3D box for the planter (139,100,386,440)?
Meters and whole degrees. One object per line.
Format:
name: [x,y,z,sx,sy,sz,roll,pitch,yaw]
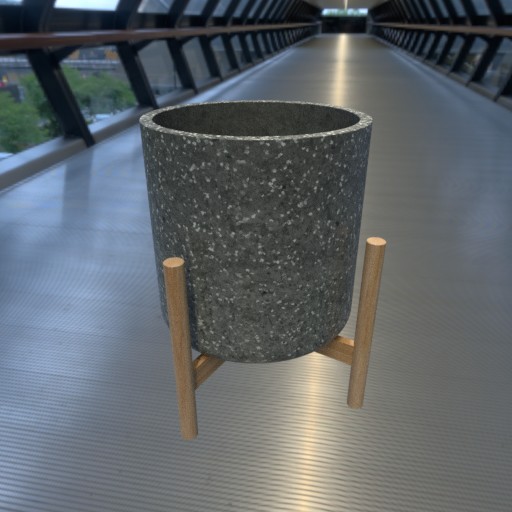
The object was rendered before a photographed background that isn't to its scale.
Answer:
planter: [0.000,0.000,0.684,0.360,0.419,0.360,-18,32,-31]
